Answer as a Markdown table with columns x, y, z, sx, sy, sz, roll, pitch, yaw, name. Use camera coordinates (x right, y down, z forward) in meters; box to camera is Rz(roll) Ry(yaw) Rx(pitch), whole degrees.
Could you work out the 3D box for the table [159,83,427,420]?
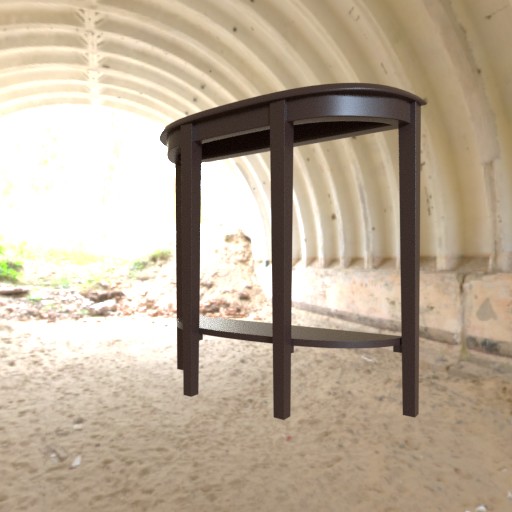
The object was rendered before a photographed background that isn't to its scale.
| x | y | z | sx | sy | sz | roll | pitch | yaw | name |
| --- | --- | --- | --- | --- | --- | --- | --- | --- | --- |
| 0.000 | 0.000 | 1.312 | 0.909 | 0.831 | 0.274 | 0 | -1 | 36 | table |
